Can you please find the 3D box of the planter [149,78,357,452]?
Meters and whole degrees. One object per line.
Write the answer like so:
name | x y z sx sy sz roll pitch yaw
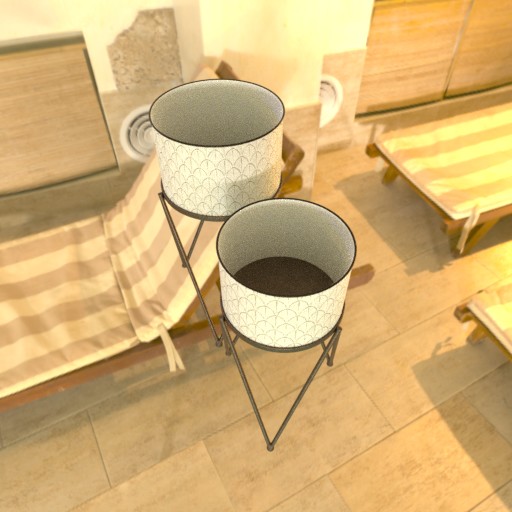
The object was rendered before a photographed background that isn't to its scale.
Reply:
planter | 0.000 0.000 1.232 0.413 0.712 0.769 -17 49 -16
